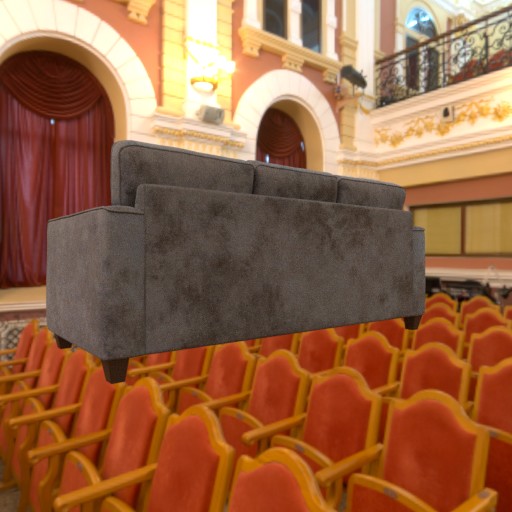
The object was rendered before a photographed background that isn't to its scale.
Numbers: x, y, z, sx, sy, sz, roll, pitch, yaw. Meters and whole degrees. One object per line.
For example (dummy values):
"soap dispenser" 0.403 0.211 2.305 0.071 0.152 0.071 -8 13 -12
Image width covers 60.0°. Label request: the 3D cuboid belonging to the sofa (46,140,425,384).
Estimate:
"sofa" 0.000 0.000 2.624 2.133 0.965 0.939 0 0 -38
